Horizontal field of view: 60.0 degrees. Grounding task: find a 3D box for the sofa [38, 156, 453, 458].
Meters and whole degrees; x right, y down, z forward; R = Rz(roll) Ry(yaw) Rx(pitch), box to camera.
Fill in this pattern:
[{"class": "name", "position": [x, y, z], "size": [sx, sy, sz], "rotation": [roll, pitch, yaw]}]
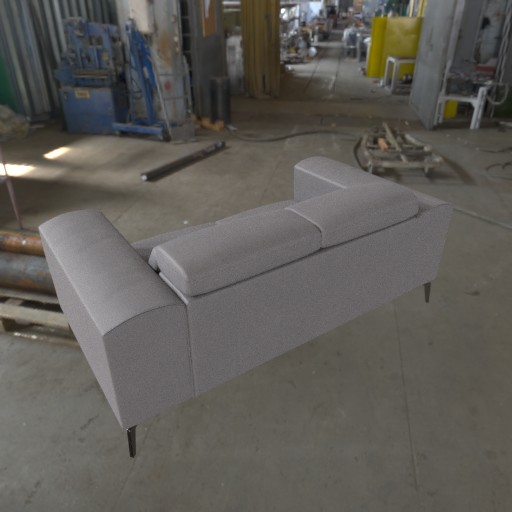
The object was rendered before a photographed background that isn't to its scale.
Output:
[{"class": "sofa", "position": [0.000, 0.000, 2.344], "size": [1.895, 0.779, 1.003], "rotation": [-19, 35, -29]}]
